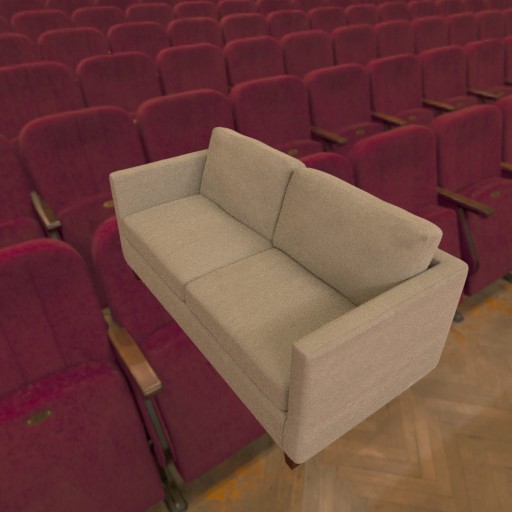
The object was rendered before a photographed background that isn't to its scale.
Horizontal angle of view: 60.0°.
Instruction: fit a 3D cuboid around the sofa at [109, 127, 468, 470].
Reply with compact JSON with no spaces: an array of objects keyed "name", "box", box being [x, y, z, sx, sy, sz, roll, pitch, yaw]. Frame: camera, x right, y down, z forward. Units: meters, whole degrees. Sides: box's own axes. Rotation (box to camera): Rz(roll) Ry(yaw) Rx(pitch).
[{"name":"sofa","box":[0.000,0.000,2.444,0.950,0.963,1.884,-22,39,-29]}]
